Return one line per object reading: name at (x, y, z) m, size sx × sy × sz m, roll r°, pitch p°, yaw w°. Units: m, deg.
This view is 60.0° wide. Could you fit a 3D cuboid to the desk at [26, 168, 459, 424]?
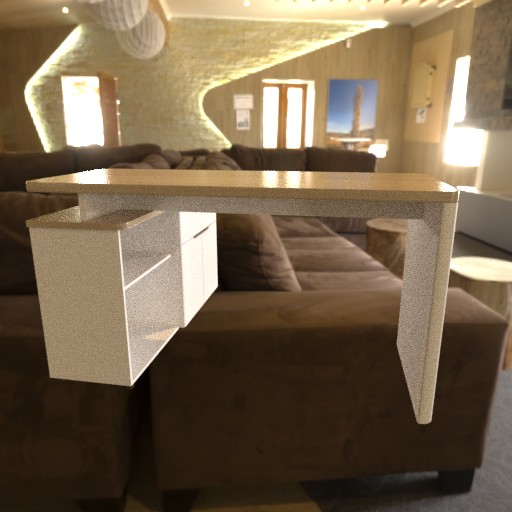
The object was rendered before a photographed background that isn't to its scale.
desk at (0.000, 0.000, 2.031) m, size 1.400 × 0.770 × 1.175 m, roll 3°, pitch 16°, yaw 10°
